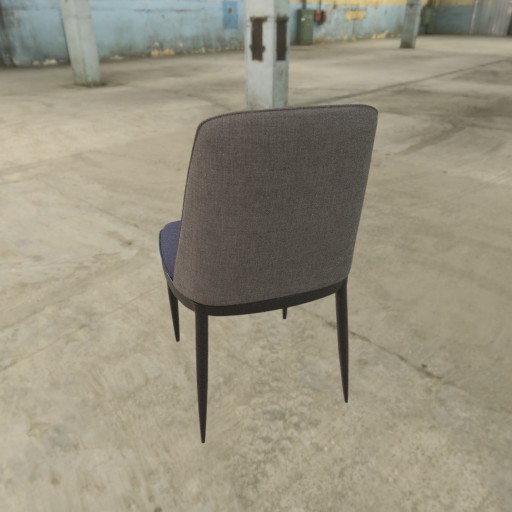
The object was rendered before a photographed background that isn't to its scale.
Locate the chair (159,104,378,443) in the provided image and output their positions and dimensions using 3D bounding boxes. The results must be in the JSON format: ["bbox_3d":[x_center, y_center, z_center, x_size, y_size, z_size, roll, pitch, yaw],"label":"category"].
[{"bbox_3d":[0.000,0.000,1.195,0.488,0.855,0.550,-9,29,-17],"label":"chair"}]
